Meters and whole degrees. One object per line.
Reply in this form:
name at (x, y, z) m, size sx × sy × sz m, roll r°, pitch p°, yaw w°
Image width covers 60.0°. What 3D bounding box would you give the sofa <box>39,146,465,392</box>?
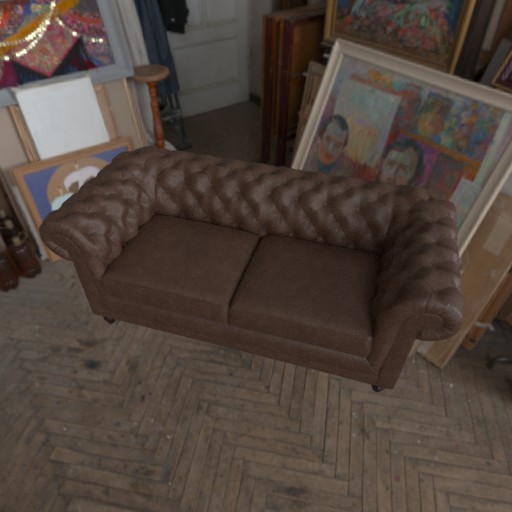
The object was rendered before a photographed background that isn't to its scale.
sofa at (0.000, 0.000, 2.520) m, size 2.048 × 0.784 × 0.955 m, roll 11°, pitch 42°, yaw 13°
